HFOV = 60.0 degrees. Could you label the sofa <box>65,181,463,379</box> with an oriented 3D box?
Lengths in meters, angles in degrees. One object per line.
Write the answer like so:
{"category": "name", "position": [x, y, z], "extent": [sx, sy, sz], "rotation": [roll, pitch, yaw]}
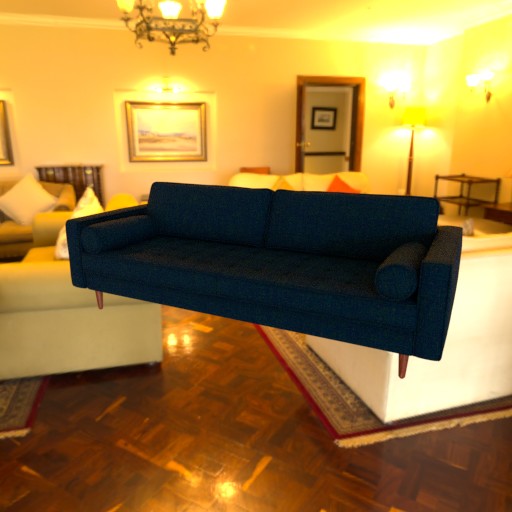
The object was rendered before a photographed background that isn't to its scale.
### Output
{"category": "sofa", "position": [0.000, 0.000, 2.664], "extent": [2.210, 0.762, 0.914], "rotation": [8, 17, 26]}
